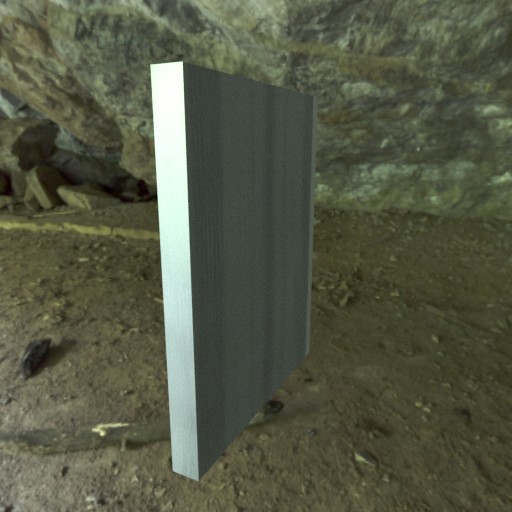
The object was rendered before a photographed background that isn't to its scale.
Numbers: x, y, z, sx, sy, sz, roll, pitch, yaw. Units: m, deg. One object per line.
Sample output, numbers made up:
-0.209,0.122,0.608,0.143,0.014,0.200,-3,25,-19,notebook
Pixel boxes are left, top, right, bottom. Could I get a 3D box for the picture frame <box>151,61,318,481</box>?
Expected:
0.000,0.000,0.766,0.046,0.555,0.449,7,16,26,picture frame
